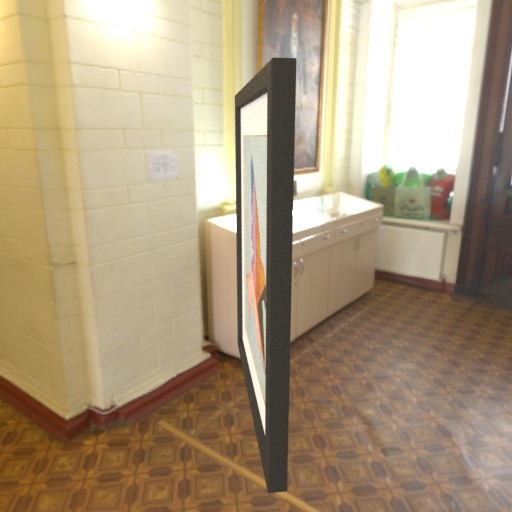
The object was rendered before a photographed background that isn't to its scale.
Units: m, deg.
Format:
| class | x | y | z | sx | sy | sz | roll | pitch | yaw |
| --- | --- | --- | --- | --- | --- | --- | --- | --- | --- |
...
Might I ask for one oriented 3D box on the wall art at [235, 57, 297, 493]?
| class | x | y | z | sx | sy | sz | roll | pitch | yaw |
| --- | --- | --- | --- | --- | --- | --- | --- | --- | --- |
| wall art | 0.000 | 0.000 | 0.761 | 0.028 | 0.558 | 0.457 | -2 | 15 | -7 |
